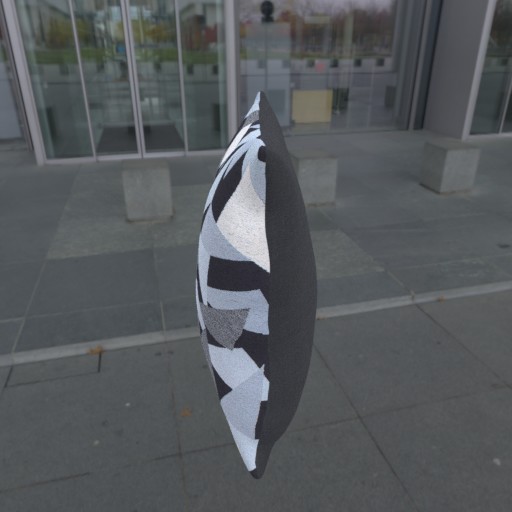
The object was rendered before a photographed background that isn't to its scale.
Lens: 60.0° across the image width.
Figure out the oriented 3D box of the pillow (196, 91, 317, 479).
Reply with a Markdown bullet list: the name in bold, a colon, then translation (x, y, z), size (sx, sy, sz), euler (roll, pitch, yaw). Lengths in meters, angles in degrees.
- **pillow**: translation (0.000, 0.000, 0.769), size (0.208, 0.496, 0.503), euler (0, 26, 0)
